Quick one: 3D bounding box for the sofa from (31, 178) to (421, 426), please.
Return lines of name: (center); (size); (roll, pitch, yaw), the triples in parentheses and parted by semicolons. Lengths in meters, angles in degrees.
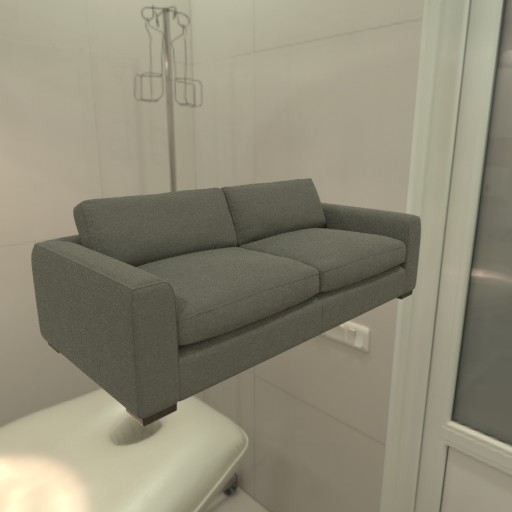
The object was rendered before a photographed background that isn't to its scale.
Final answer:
sofa: (0.000, 0.000, 2.714); (2.262, 0.801, 1.070); (-14, 20, -42)
